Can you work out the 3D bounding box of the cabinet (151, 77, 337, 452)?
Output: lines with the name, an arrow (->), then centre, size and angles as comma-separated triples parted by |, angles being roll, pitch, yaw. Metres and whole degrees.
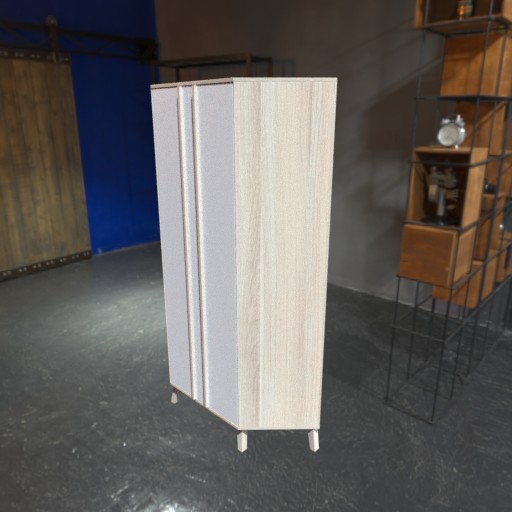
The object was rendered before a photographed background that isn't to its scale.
cabinet -> 0.000, 0.000, 2.736 | 1.272, 1.957, 0.969 | 16, 23, 42
